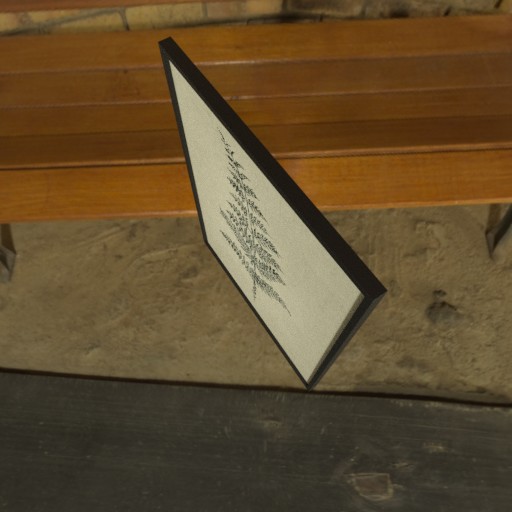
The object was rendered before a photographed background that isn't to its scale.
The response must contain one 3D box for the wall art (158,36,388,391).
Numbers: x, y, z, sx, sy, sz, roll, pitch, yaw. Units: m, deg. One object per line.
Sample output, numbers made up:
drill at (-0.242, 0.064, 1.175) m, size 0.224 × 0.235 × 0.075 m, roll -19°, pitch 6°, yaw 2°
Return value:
wall art at (0.000, 0.000, 1.423) m, size 0.036 × 1.070 × 0.802 m, roll -31°, pitch 69°, yaw -14°
